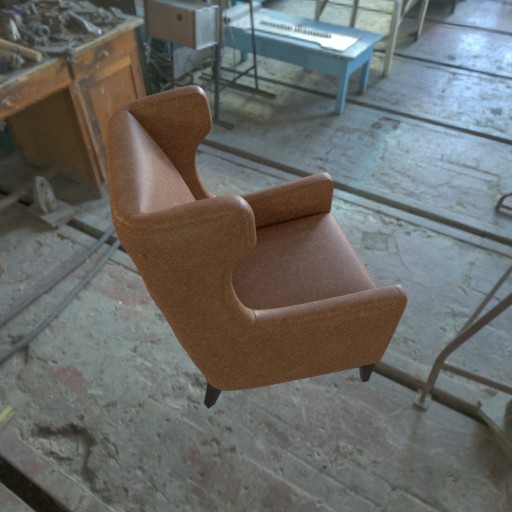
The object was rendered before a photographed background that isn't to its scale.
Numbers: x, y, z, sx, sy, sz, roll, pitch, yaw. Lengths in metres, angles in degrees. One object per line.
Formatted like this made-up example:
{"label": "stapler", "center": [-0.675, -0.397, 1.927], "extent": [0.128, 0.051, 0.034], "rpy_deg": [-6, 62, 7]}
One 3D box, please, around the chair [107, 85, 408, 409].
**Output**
{"label": "chair", "center": [0.000, 0.000, 1.691], "extent": [0.899, 1.079, 0.766], "rpy_deg": [-11, 47, -10]}
